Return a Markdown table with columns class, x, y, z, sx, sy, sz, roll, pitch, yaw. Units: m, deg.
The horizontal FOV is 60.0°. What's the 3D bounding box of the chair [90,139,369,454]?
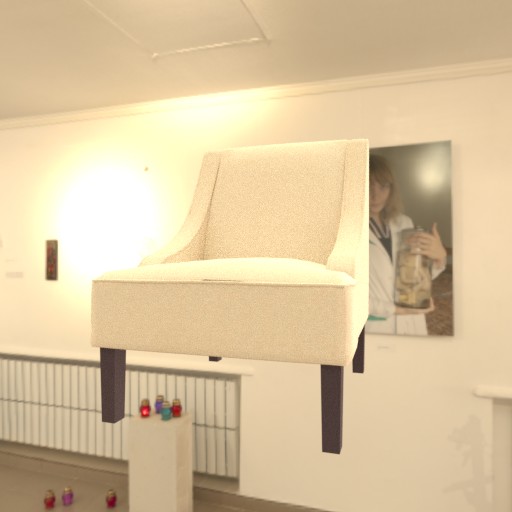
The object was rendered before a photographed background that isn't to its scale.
| class | x | y | z | sx | sy | sz | roll | pitch | yaw |
| --- | --- | --- | --- | --- | --- | --- | --- | --- | --- |
| chair | 0.000 | 0.000 | 1.440 | 0.689 | 0.886 | 0.806 | 0 | 0 | 18 |
